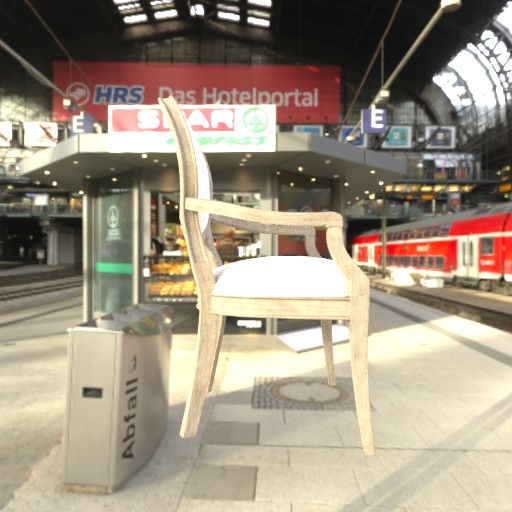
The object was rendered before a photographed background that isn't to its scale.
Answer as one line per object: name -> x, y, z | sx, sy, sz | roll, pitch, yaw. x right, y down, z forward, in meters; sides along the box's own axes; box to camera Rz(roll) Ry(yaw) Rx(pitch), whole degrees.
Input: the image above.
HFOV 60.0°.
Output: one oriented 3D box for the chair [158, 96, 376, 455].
chair -> 0.000, 0.000, 1.408 | 0.602, 0.991, 0.611 | 0, 0, 0
